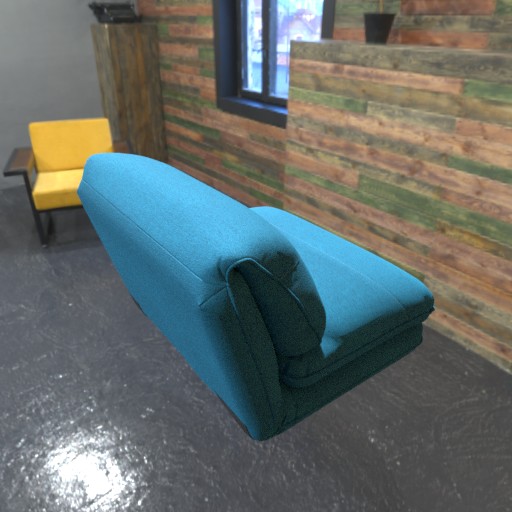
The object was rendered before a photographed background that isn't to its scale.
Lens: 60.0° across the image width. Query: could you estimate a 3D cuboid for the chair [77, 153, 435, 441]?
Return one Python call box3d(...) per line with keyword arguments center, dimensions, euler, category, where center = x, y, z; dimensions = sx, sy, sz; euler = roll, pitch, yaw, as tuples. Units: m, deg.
box3d(center=(0.000, 0.000, 1.337), dimensions=(0.780, 0.580, 0.820), euler=(-19, 34, -31), category="chair")
